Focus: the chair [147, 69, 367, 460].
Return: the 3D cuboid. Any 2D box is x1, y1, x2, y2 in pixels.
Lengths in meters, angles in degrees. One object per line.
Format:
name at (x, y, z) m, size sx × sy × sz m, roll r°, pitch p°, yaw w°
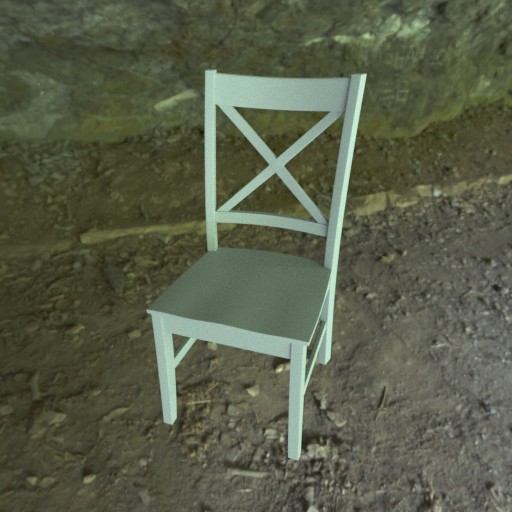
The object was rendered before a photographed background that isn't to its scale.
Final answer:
chair at (0.000, 0.000, 1.319) m, size 0.485 × 0.983 × 0.542 m, roll 9°, pitch 28°, yaw 17°
